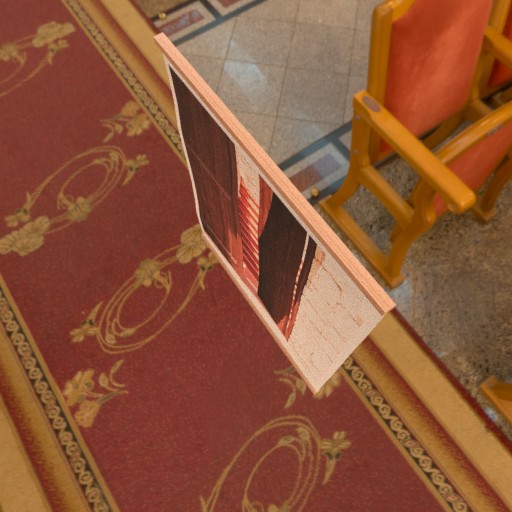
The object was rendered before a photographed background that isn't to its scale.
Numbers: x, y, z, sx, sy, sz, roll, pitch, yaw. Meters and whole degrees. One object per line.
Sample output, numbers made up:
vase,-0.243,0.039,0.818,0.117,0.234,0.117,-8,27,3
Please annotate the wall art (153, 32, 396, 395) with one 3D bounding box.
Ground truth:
wall art,0.000,0.000,0.677,0.013,0.508,0.406,-32,69,-14
